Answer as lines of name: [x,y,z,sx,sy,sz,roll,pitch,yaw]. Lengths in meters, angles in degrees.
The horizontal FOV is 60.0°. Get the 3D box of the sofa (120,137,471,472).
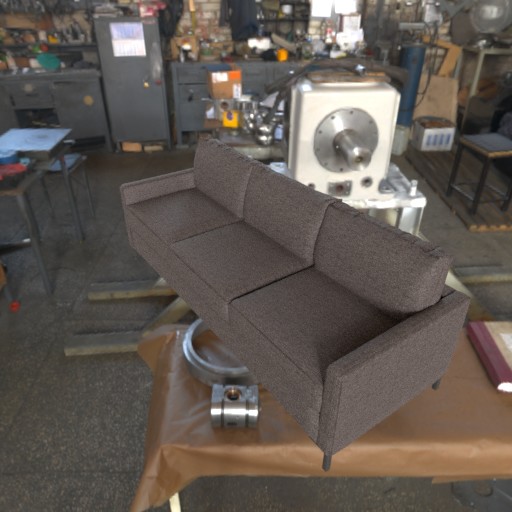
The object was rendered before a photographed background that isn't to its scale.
sofa: [0.000,0.000,2.690,0.876,0.882,2.253,-21,37,-30]
